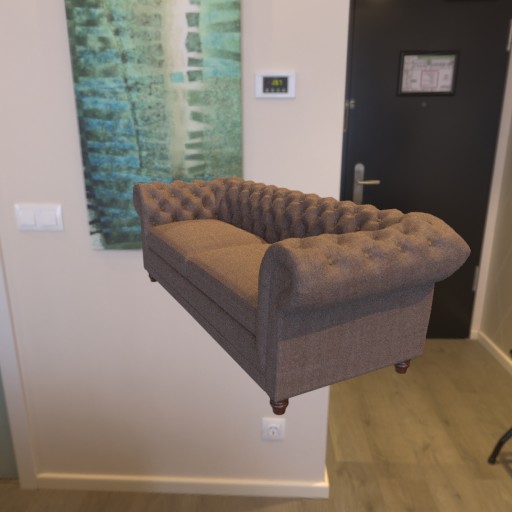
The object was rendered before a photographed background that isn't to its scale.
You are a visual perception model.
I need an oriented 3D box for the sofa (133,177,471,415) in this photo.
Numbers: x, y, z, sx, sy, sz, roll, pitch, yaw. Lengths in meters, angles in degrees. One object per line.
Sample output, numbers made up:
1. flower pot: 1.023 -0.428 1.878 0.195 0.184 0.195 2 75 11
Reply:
1. sofa: 0.000 0.000 2.739 0.944 0.787 2.385 -8 18 -27
